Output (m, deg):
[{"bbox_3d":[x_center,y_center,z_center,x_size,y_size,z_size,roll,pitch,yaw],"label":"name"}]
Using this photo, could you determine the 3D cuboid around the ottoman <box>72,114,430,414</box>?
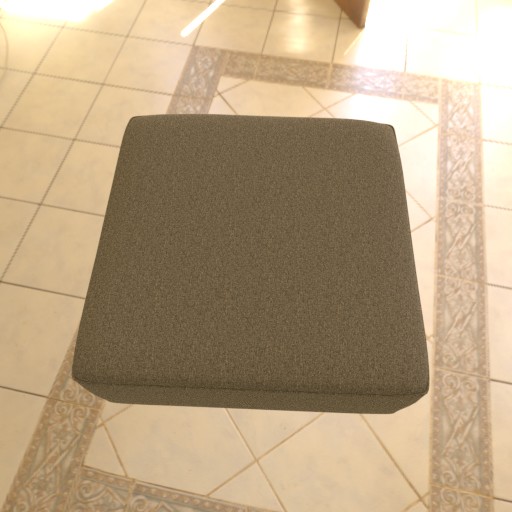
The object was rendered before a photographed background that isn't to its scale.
[{"bbox_3d":[0.000,0.000,1.591,1.015,0.464,1.005,2,63,1],"label":"ottoman"}]
